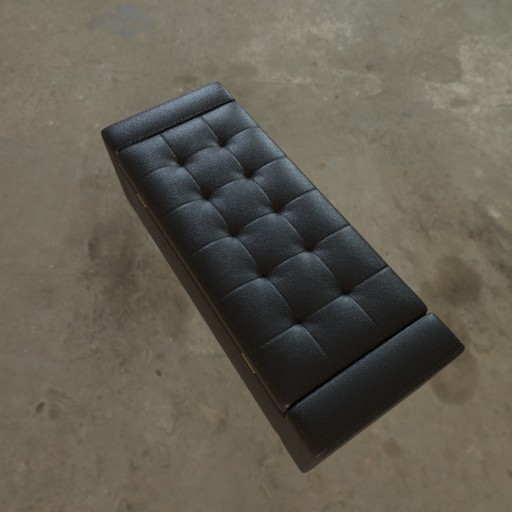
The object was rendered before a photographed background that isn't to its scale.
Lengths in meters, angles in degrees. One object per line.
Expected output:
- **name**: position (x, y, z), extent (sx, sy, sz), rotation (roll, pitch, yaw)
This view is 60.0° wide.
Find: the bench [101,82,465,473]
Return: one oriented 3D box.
- **bench**: position (0.000, 0.000, 1.555), extent (0.508, 0.445, 1.296), rotation (-29, 63, -16)
